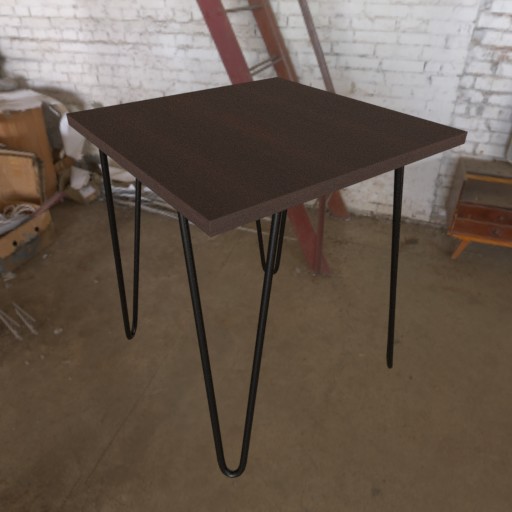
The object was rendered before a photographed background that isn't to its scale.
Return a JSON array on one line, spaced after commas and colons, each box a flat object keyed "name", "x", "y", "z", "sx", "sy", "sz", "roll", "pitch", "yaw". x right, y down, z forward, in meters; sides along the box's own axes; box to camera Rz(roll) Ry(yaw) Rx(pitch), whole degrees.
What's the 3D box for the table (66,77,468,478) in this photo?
[{"name": "table", "x": 0.000, "y": 0.000, "z": 0.922, "sx": 0.495, "sy": 0.559, "sz": 0.495, "roll": -23, "pitch": 40, "yaw": -30}]
